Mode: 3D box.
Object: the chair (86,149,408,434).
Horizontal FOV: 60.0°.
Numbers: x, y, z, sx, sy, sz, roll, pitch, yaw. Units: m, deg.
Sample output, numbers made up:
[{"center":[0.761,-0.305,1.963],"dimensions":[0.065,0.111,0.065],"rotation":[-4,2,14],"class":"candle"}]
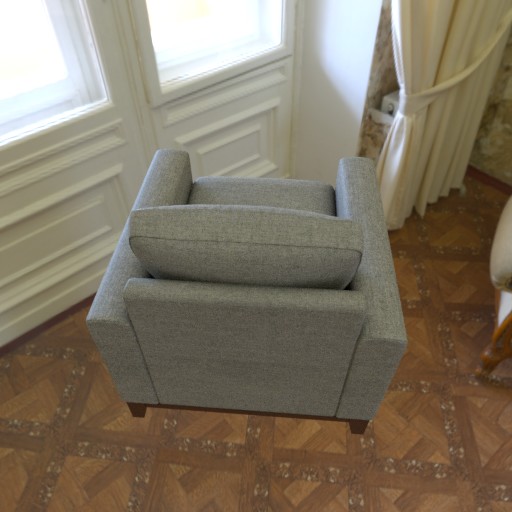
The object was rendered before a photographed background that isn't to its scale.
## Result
[{"center":[0.000,0.000,1.874],"dimensions":[1.024,1.010,1.038],"rotation":[3,46,3],"class":"chair"}]
